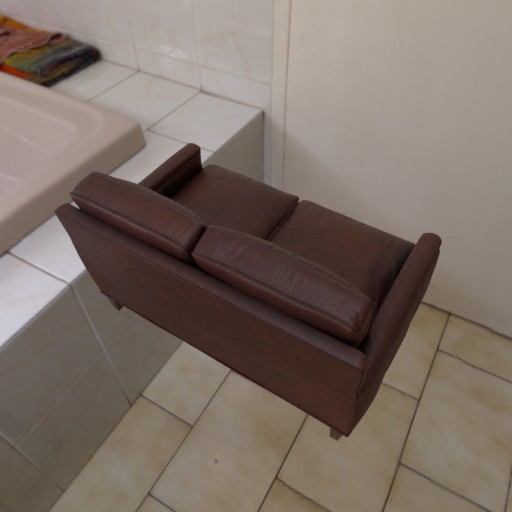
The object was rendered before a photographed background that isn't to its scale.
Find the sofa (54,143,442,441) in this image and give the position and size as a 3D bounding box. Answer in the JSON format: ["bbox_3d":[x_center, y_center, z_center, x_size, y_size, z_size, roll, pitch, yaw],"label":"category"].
[{"bbox_3d":[0.000,0.000,2.286,1.628,1.003,1.083,25,52,21],"label":"sofa"}]
